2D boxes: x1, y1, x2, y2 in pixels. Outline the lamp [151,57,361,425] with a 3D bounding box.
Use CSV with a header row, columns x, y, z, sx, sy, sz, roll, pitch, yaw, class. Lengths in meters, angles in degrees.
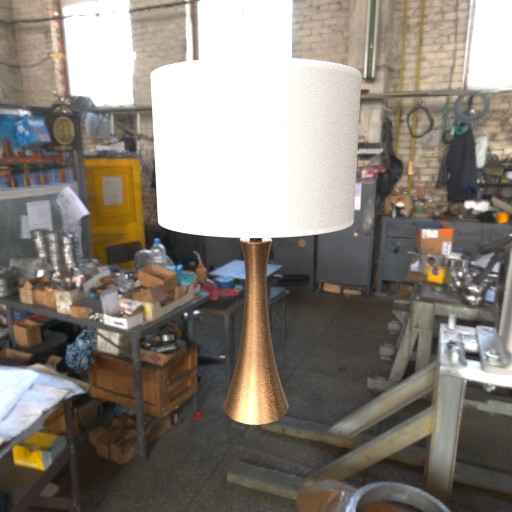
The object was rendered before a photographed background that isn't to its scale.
x,y,z,sx,sy,sz,roll,pitch,yaw,class
0.000,0.000,0.634,0.268,0.479,0.268,-2,14,-9,lamp
